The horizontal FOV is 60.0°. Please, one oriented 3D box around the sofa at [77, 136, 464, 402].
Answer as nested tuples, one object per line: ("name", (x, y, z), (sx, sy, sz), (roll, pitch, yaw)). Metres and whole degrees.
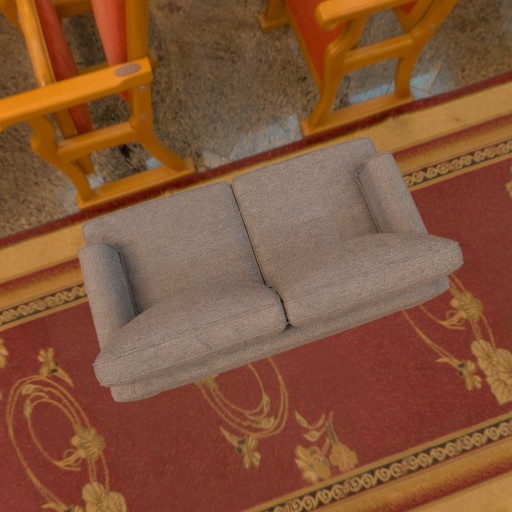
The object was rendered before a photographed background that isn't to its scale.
("sofa", (0.000, 0.000, 2.226), (1.651, 0.965, 0.965), (-18, 76, -4))
